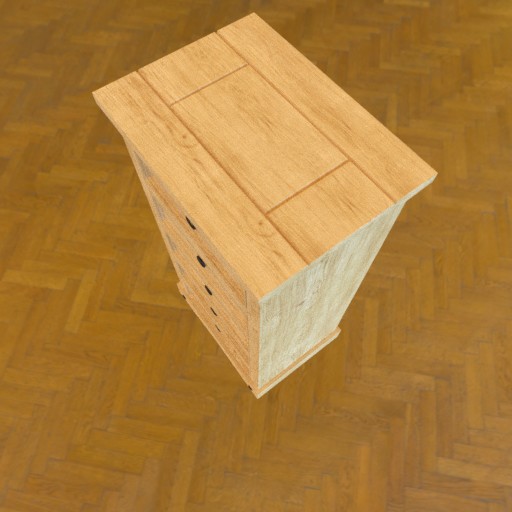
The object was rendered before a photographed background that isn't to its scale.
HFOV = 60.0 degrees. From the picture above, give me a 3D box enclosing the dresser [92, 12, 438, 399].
[{"bbox_3d":[0.000,0.000,1.277,0.390,1.041,0.531,-34,69,-15],"label":"dresser"}]
